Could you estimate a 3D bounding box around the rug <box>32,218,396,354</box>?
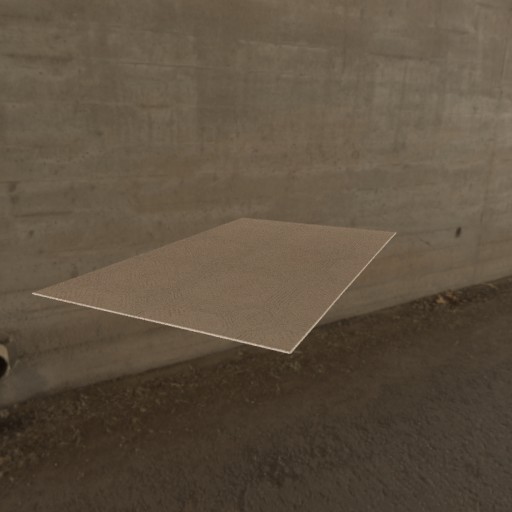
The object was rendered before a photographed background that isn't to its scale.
[{"bbox_3d":[0.000,0.000,3.148,1.524,0.008,2.440,8,18,25],"label":"rug"}]
